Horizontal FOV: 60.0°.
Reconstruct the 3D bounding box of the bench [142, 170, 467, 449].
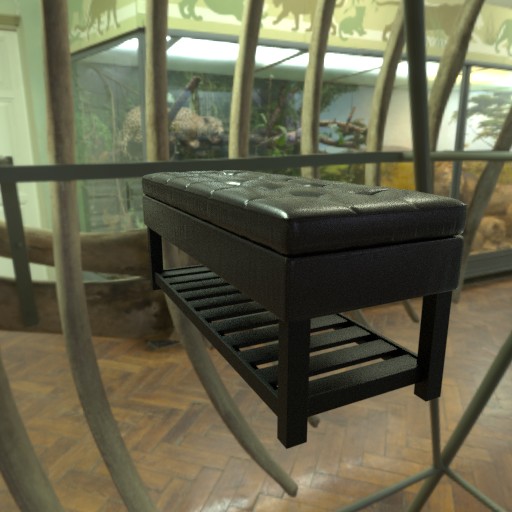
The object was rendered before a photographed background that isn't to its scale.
[{"bbox_3d":[0.000,0.000,1.328,0.432,0.460,1.105,-7,16,-25],"label":"bench"}]
